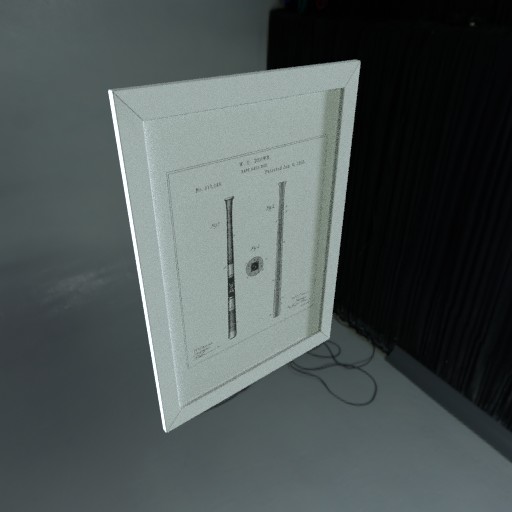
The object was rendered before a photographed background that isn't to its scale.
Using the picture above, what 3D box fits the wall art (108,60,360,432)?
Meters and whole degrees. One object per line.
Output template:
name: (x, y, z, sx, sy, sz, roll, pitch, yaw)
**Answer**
wall art: (0.000, 0.000, 0.684, 0.374, 0.529, 0.012, -22, 37, -32)
